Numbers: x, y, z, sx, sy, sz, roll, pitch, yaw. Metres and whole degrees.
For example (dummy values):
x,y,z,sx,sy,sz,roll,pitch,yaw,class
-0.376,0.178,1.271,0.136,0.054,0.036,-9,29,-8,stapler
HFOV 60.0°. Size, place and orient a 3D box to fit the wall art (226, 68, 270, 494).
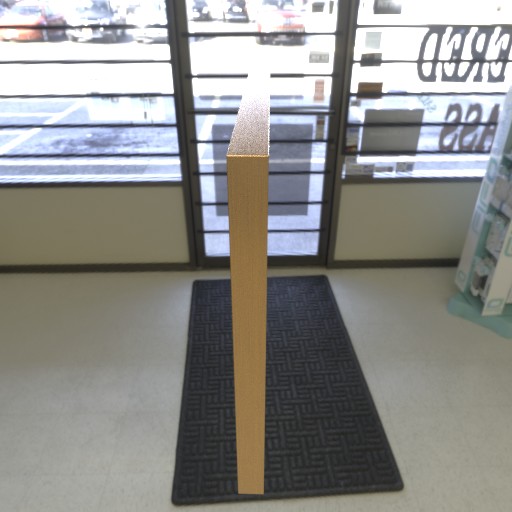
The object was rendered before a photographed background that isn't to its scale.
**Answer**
x,y,z,sx,sy,sz,roll,pitch,yaw,class
0.000,0.000,0.732,0.037,0.505,0.505,1,31,1,wall art
